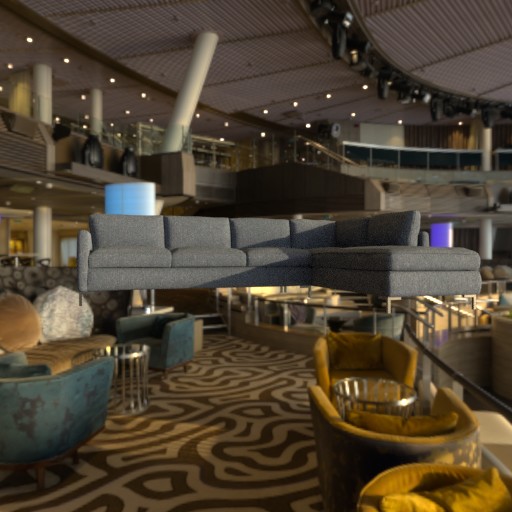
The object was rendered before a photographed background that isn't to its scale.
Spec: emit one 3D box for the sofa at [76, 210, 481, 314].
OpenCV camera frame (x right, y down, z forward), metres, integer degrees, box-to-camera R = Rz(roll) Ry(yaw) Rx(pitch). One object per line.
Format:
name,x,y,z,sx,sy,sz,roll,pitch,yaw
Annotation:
sofa,0.000,0.000,3.819,2.949,0.815,2.007,0,0,-18
